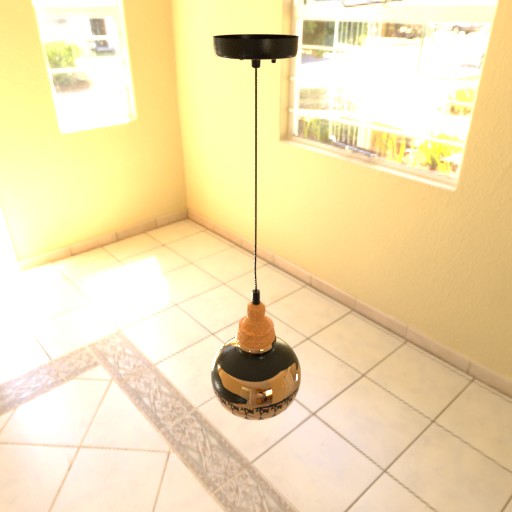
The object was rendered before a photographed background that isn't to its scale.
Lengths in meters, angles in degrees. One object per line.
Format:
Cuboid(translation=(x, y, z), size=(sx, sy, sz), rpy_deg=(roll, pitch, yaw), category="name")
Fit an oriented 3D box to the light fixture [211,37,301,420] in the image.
Cuboid(translation=(0.000, 0.000, 1.806), size=(0.430, 1.606, 0.430), rpy_deg=(22, 36, 33), category="light fixture")
